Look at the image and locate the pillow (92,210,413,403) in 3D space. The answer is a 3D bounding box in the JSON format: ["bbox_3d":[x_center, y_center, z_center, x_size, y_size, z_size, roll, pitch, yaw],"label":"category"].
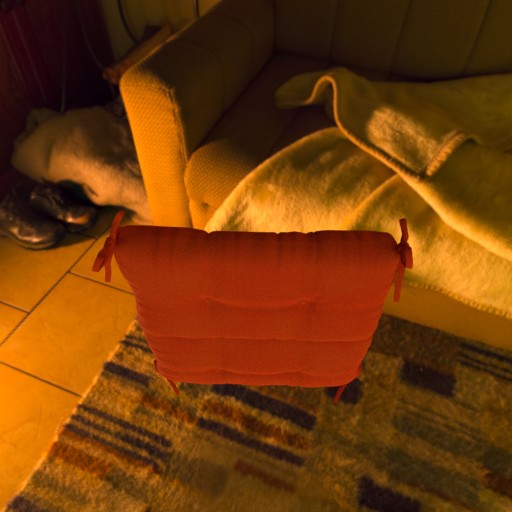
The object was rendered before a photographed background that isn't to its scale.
[{"bbox_3d":[0.000,0.000,1.040,0.519,0.605,0.571,1,47,1],"label":"pillow"}]
